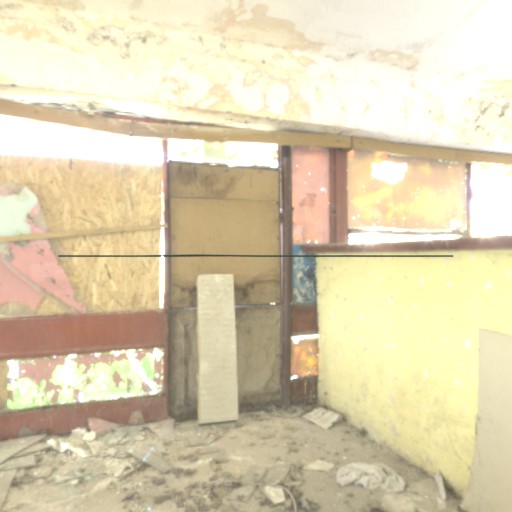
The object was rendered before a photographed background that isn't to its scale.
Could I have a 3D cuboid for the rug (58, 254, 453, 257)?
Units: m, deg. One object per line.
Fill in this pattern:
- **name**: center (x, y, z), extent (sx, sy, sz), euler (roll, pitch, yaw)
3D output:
- **rug**: center (0.000, 0.000, 2.857), extent (1.522, 0.010, 2.311), euler (0, 0, 0)
